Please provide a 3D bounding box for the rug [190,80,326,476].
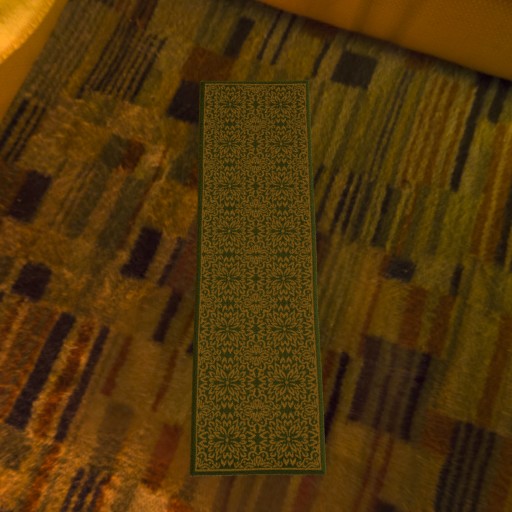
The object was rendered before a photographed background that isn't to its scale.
[{"bbox_3d":[0.000,0.000,2.419,0.662,0.011,2.196,0,76,0],"label":"rug"}]
